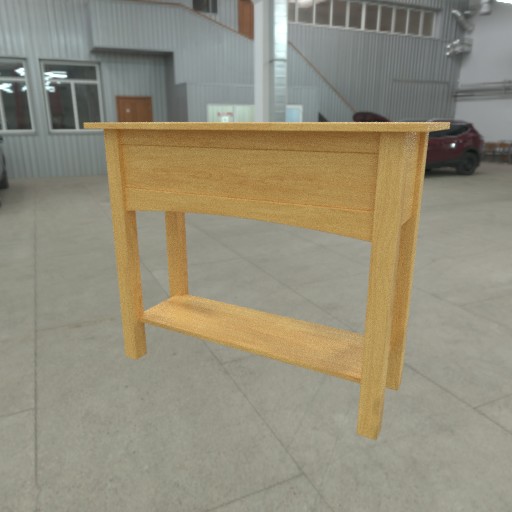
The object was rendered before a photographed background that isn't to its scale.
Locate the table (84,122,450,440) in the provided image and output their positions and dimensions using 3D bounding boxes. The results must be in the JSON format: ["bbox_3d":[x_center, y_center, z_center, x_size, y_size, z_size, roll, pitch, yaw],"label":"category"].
[{"bbox_3d":[0.000,0.000,1.259,0.900,0.728,0.340,9,19,28],"label":"table"}]
